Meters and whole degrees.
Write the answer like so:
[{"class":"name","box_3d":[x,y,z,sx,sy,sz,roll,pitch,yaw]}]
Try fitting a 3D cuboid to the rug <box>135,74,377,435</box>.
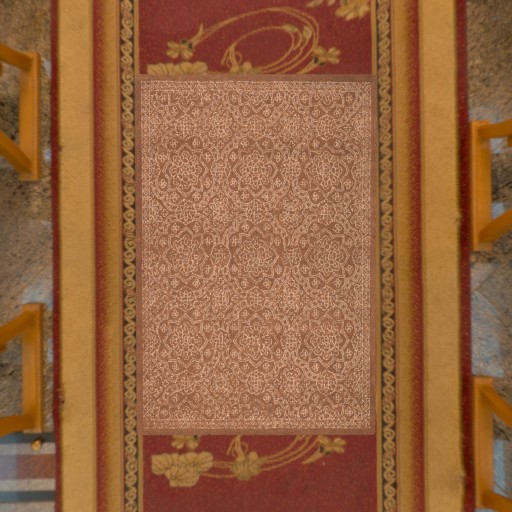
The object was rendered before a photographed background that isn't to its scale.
[{"class":"rug","box_3d":[0.000,0.000,2.811,1.524,0.011,2.286,0,91,0]}]
